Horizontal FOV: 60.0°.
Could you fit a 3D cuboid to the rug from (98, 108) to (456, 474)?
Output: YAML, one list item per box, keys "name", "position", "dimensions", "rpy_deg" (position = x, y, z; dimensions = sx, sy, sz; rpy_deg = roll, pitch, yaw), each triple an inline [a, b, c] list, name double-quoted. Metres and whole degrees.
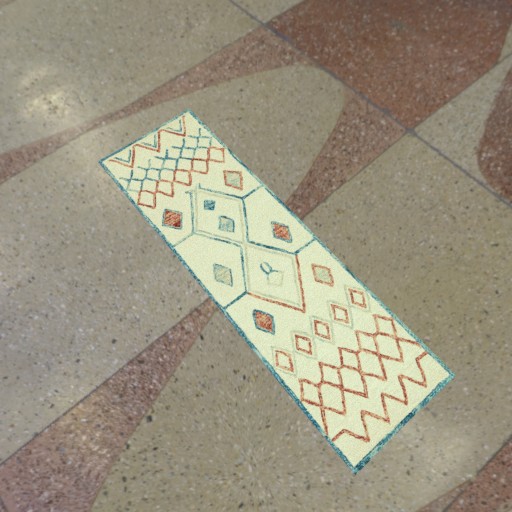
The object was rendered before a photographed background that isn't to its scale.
- name: "rug"
  position: [0.000, 0.000, 2.661]
  dimensions: [0.750, 0.011, 2.435]
  rpy_deg: [-36, 69, -16]
